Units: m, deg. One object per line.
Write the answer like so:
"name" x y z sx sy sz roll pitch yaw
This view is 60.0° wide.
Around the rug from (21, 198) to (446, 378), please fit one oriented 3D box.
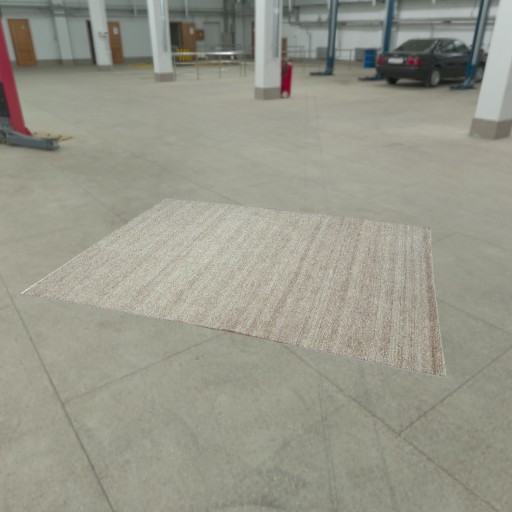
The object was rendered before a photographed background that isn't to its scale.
"rug" 0.000 0.000 4.154 3.202 0.045 2.434 8 28 16
